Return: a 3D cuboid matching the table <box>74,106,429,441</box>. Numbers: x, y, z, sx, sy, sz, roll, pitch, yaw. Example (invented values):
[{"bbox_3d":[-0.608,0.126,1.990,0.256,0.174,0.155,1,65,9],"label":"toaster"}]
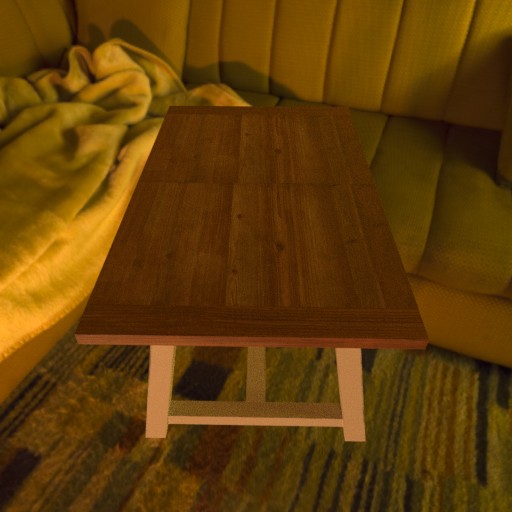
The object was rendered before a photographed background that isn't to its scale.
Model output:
[{"bbox_3d":[0.000,0.000,1.961,0.922,0.743,1.503,1,41,1],"label":"table"}]
